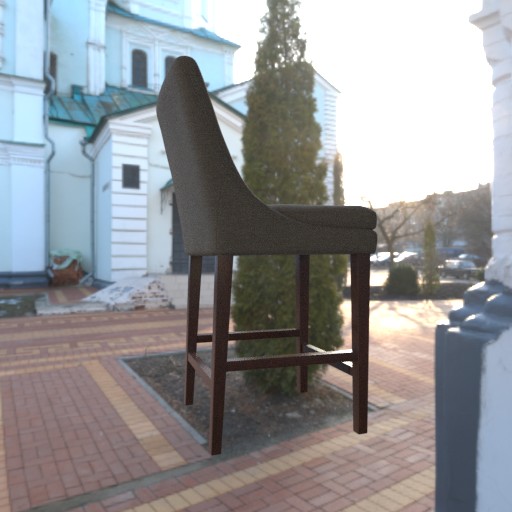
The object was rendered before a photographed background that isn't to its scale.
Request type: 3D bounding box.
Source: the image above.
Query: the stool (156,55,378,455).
[{"bbox_3d":[0.000,0.000,1.342,0.577,0.981,0.470,0,0,-18],"label":"stool"}]
